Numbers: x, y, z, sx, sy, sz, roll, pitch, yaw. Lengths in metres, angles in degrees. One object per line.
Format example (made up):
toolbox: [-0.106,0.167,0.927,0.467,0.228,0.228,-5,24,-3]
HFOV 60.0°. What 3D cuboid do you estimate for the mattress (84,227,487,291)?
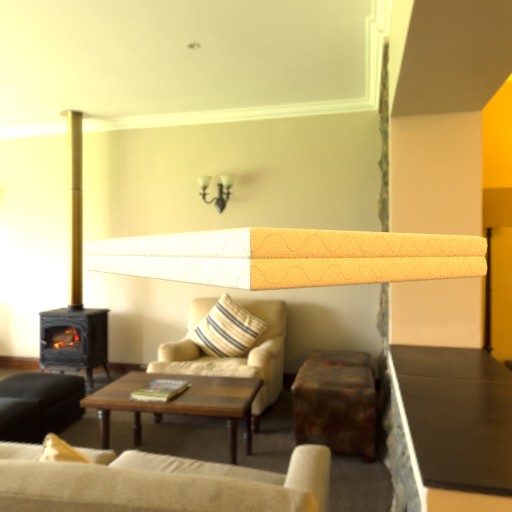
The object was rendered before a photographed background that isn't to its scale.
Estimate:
mattress: [0.000,0.000,2.510,1.400,0.200,1.900,0,1,-36]
